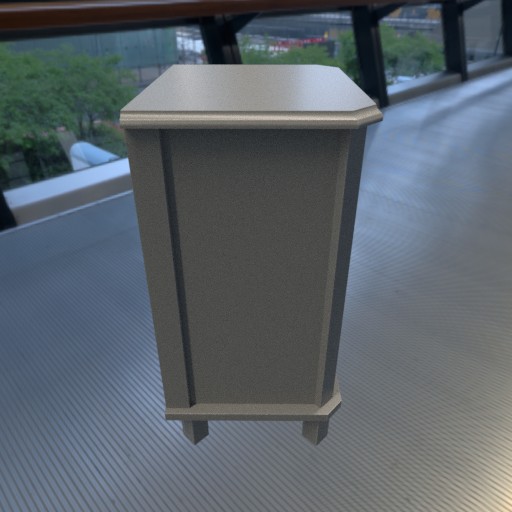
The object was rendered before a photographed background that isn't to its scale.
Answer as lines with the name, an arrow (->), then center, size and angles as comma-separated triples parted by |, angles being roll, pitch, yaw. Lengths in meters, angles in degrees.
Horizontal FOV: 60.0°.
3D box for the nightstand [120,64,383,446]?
nightstand -> 0.000, 0.000, 0.919 | 0.348, 0.680, 0.435 | 0, 31, 0
